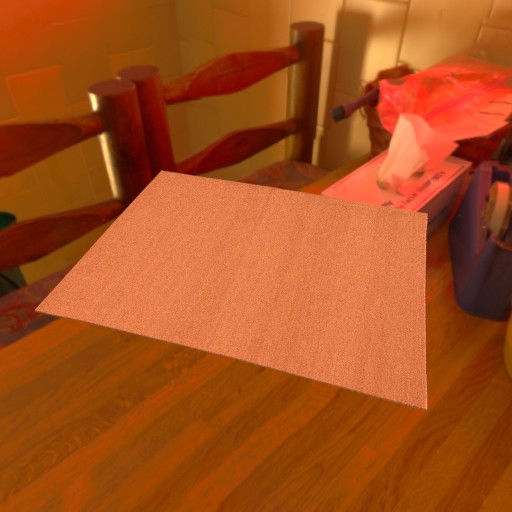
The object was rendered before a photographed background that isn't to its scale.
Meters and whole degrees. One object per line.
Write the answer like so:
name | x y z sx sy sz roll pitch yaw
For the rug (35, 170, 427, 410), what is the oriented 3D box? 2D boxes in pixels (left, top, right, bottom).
rug | 0.000 0.000 4.287 3.202 0.045 2.434 11 42 13
